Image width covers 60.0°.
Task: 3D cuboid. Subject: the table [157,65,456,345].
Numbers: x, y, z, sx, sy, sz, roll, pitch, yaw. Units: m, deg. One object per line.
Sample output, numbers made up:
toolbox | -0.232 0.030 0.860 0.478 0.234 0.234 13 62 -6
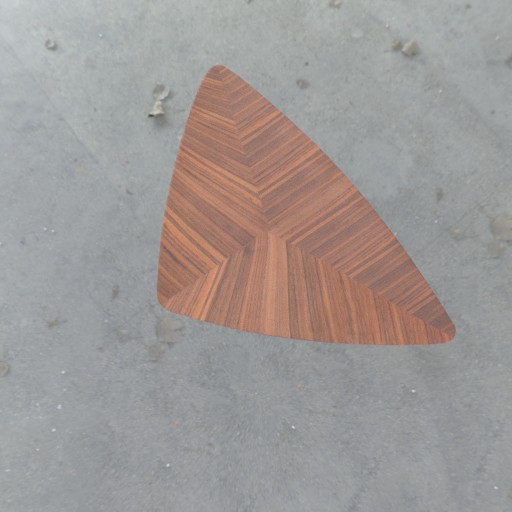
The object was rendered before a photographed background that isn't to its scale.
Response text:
table | 0.000 0.000 1.335 0.601 0.365 1.008 -36 76 -10
